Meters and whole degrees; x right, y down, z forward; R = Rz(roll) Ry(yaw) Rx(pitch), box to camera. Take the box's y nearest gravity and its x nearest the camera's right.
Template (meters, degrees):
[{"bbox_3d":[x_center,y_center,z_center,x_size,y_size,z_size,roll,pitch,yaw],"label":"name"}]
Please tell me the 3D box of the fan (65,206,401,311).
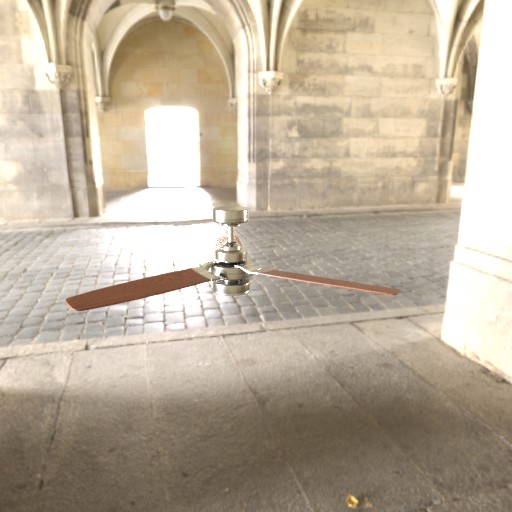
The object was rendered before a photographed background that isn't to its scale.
[{"bbox_3d":[0.000,0.000,2.022,1.271,0.410,1.416,7,16,28],"label":"fan"}]
